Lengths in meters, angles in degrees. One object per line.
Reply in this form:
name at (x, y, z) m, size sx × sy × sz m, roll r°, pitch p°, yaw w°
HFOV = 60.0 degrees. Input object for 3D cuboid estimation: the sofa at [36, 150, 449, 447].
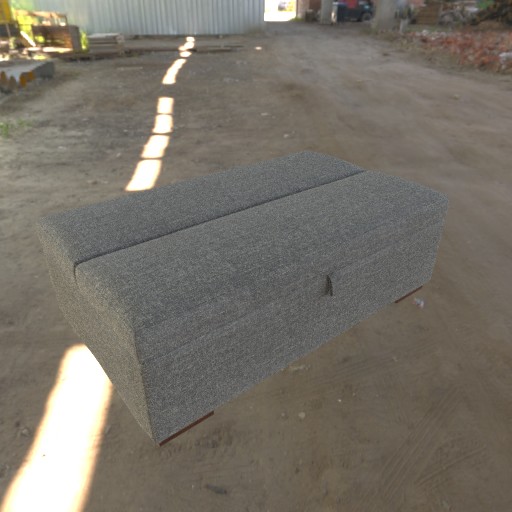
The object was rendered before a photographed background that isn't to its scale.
sofa at (0.000, 0.000, 1.570) m, size 1.198 × 0.417 × 0.782 m, roll -22°, pitch 36°, yaw -33°
